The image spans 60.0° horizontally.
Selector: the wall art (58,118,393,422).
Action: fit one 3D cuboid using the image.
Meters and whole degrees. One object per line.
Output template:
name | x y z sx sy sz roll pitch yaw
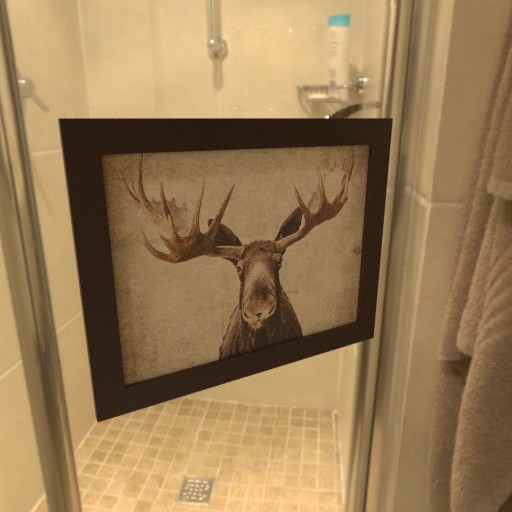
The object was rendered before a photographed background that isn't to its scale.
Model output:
wall art | 0.000 0.000 1.605 1.207 0.952 0.034 -9 20 -28
